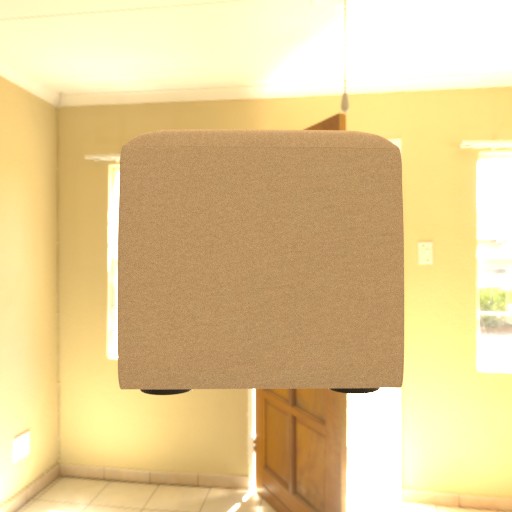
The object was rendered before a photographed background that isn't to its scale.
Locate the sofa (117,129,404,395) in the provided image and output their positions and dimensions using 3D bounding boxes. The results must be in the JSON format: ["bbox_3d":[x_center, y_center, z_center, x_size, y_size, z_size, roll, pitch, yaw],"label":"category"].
[{"bbox_3d":[0.000,0.000,1.172,0.480,0.470,0.930,0,0,-1],"label":"sofa"}]
